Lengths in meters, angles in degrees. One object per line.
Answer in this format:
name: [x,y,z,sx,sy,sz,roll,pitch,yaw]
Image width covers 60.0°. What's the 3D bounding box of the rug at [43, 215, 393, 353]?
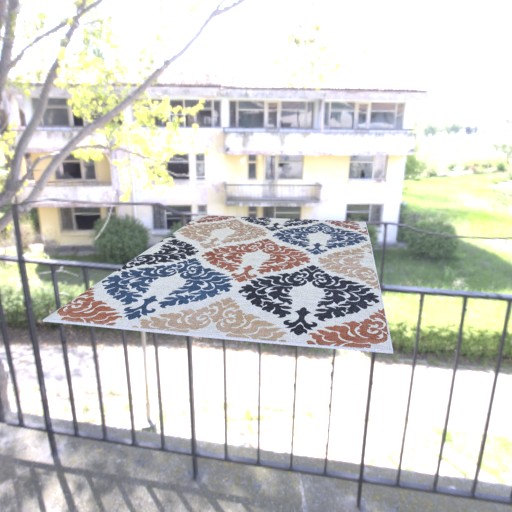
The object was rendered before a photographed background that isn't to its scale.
rug: [0.000,0.000,2.901,1.514,0.014,2.275,3,18,10]
